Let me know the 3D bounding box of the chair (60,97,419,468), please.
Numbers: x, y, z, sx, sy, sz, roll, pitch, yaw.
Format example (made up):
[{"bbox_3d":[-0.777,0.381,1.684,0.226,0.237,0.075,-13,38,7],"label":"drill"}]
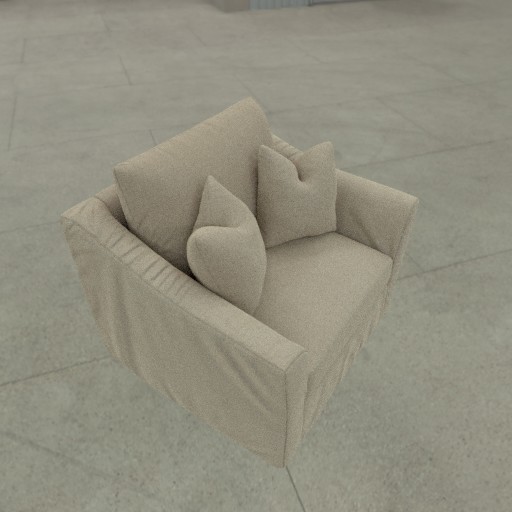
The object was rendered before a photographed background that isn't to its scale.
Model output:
[{"bbox_3d":[0.000,0.000,2.052,1.071,1.093,1.194,24,46,26],"label":"chair"}]
